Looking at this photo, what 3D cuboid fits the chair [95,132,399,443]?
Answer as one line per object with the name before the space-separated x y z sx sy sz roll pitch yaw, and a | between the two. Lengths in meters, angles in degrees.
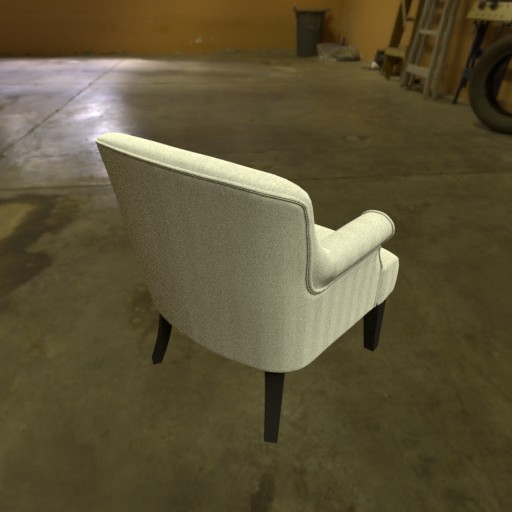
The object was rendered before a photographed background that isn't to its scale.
chair | 0.000 0.000 1.479 0.781 0.875 0.750 22 37 33
